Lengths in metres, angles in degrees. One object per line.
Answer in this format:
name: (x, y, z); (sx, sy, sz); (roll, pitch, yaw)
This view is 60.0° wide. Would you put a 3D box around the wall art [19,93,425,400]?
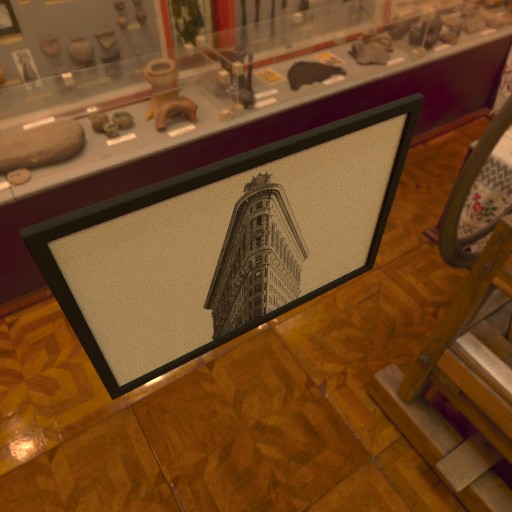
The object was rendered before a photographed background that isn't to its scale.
wall art: (0.000, 0.000, 1.182); (0.958, 0.656, 0.026); (-24, 52, -20)
